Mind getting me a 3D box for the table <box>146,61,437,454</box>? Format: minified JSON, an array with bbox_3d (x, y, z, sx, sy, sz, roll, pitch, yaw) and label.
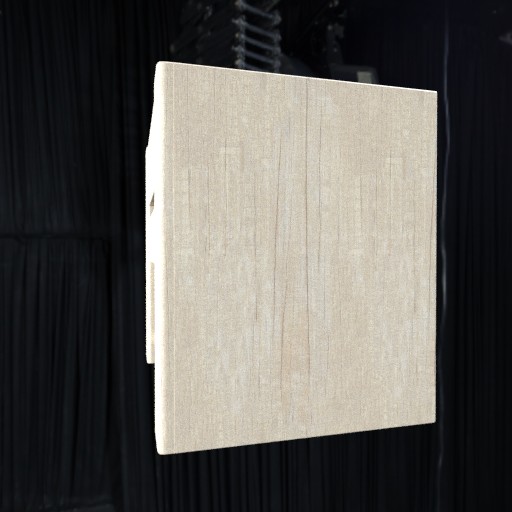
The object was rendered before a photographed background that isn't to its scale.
[{"bbox_3d":[0.000,0.000,0.901,0.420,0.510,0.570,0,1,-15],"label":"table"}]
